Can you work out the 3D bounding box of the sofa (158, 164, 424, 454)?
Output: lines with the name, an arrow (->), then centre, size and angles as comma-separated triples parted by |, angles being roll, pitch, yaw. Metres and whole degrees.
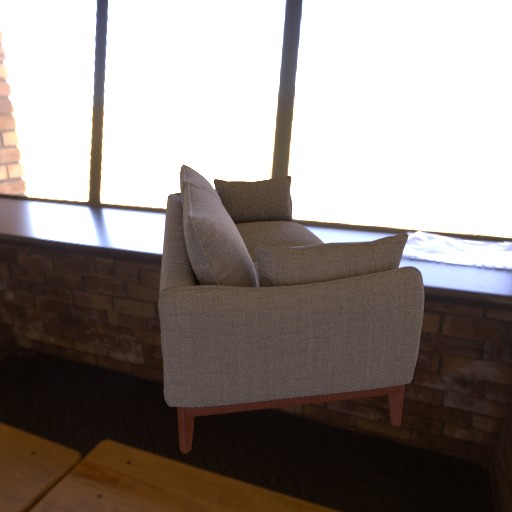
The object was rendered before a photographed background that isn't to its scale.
sofa -> 0.000, 0.000, 2.418 | 0.972, 0.851, 1.989 | -3, 18, -10
